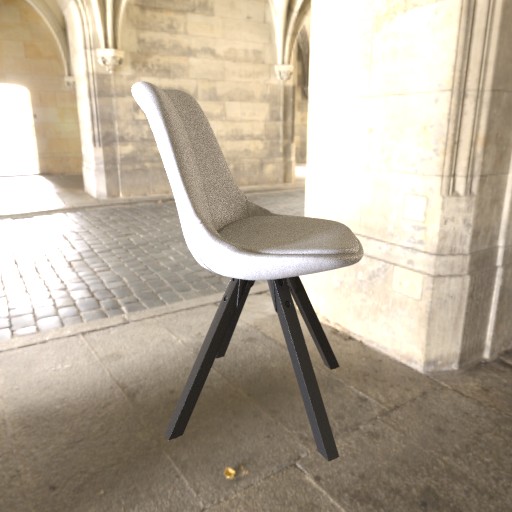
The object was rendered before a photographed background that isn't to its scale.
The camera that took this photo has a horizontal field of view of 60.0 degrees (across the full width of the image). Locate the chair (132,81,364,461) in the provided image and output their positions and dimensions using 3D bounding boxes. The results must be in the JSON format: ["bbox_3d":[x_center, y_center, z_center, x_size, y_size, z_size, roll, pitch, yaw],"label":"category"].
[{"bbox_3d":[0.000,0.000,1.172,0.550,0.850,0.485,3,16,9],"label":"chair"}]
